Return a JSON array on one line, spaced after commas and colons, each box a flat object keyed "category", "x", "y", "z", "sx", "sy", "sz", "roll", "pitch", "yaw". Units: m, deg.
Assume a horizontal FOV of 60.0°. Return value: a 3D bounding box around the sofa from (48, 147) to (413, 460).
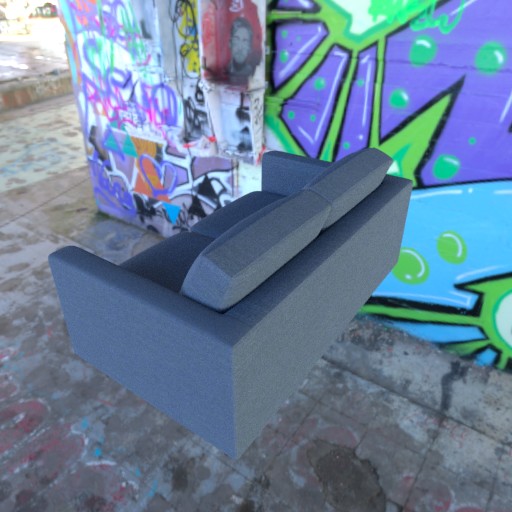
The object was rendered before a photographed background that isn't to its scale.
[{"category": "sofa", "x": 0.000, "y": 0.000, "z": 2.277, "sx": 0.999, "sy": 0.907, "sz": 1.659, "roll": 20, "pitch": 37, "yaw": 29}]
